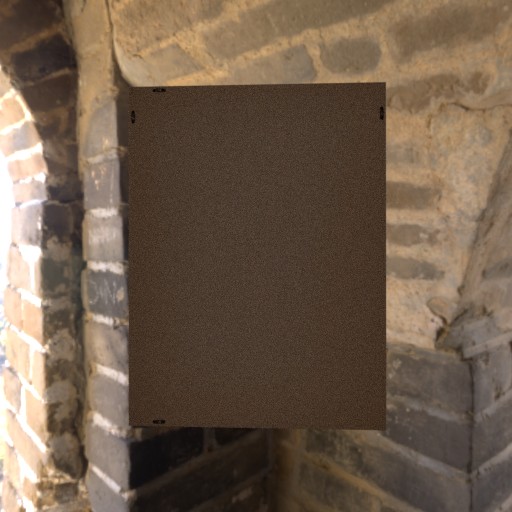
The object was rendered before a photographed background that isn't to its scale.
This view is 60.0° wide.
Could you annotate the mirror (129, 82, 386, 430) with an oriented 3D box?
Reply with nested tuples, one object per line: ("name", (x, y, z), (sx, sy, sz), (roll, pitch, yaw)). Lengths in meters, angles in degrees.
("mirror", (0.000, 0.000, 1.326), (0.762, 1.016, 0.041), (0, 0, 3))
